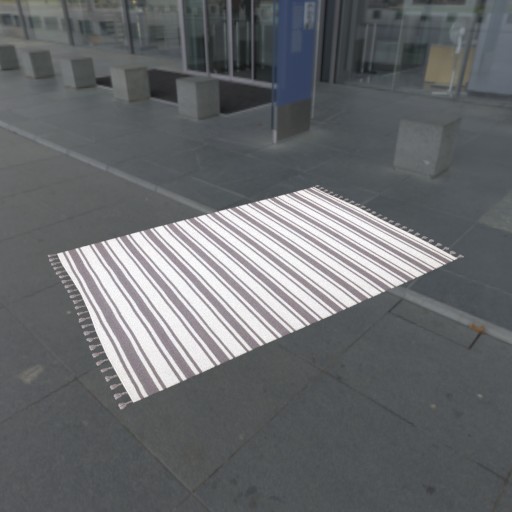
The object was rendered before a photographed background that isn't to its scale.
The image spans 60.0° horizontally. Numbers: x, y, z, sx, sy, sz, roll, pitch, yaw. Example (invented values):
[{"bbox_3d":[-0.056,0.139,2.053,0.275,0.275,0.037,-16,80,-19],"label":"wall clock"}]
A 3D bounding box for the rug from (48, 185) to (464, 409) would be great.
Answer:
[{"bbox_3d":[0.000,0.000,3.050,2.425,0.014,1.563,-18,35,-28],"label":"rug"}]
